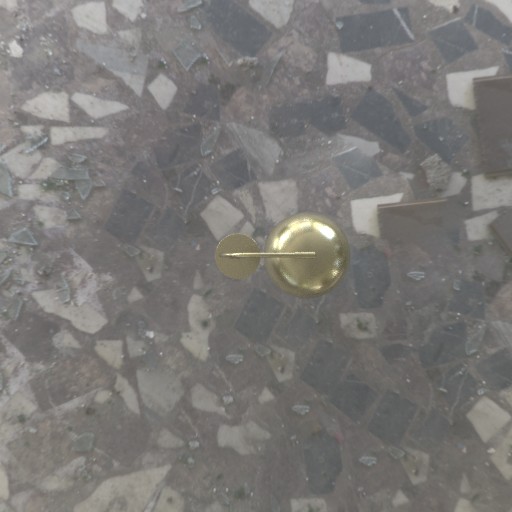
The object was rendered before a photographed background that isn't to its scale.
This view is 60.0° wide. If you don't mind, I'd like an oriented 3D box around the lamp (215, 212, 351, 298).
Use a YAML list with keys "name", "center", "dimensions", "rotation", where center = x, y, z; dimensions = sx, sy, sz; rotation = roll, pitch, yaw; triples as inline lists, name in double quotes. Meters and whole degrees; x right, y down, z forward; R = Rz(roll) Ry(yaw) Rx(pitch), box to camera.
- name: "lamp"
  center: [0.000, 0.000, 1.702]
  dimensions: [0.431, 1.526, 0.250]
  rotation: [0, 90, -1]
